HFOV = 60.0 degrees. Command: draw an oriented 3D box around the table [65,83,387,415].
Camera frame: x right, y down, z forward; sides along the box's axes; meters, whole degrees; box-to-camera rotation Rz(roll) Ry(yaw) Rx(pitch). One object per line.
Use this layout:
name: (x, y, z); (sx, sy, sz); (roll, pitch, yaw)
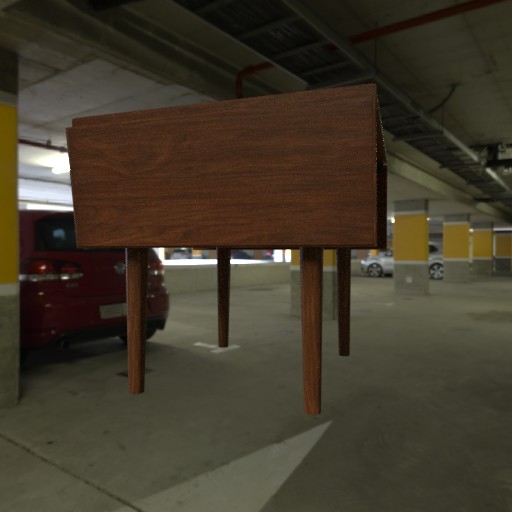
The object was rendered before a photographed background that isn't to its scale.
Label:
table: (0.000, 0.000, 1.471); (0.812, 0.763, 0.843); (0, 0, 18)
